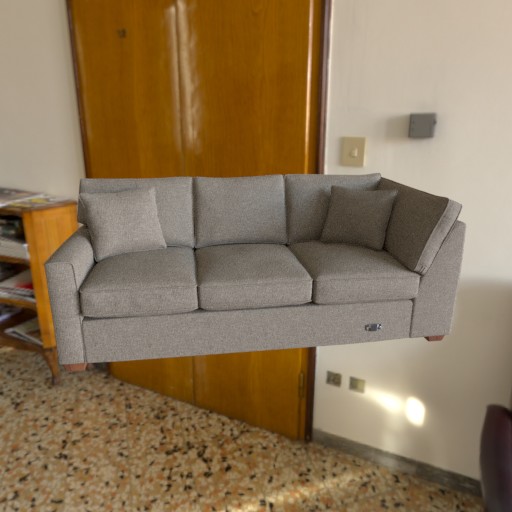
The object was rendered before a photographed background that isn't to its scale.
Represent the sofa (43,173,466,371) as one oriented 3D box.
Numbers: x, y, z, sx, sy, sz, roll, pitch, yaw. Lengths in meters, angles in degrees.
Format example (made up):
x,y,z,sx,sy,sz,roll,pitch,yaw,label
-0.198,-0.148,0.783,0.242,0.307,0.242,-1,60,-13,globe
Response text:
x,y,z,sx,sy,sz,roll,pitch,yaw,label
0.000,0.000,2.881,2.317,0.962,1.061,-3,17,-8,sofa
